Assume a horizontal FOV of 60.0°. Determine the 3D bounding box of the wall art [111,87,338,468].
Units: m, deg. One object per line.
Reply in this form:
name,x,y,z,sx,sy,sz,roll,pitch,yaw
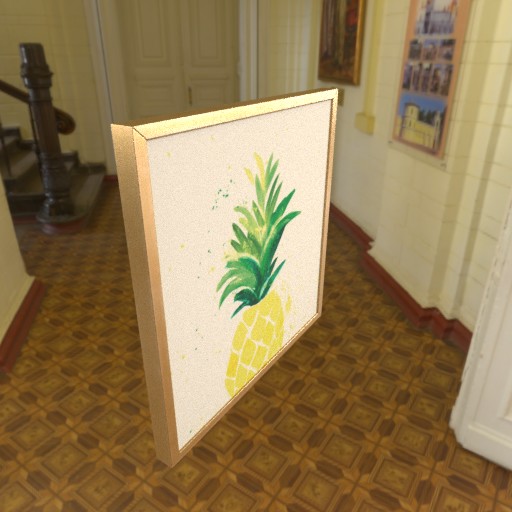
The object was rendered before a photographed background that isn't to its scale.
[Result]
wall art,0.000,0.000,0.767,0.033,0.509,0.510,16,30,30
